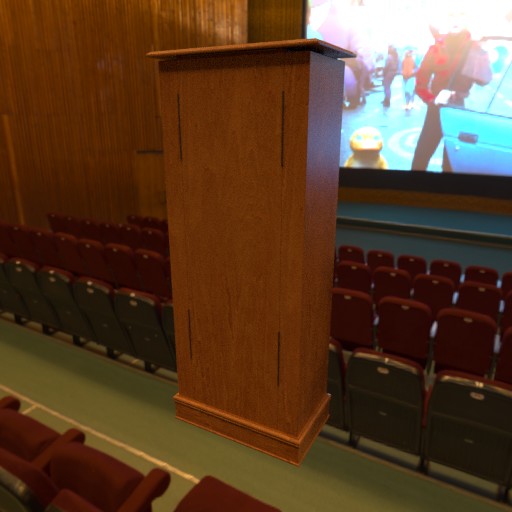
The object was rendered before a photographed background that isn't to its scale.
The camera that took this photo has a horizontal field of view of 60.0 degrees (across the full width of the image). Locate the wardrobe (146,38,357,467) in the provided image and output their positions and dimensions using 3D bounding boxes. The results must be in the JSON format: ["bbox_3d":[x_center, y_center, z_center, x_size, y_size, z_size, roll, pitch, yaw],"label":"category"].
[{"bbox_3d":[0.000,0.000,1.144,0.406,0.959,0.273,10,20,27],"label":"wardrobe"}]
